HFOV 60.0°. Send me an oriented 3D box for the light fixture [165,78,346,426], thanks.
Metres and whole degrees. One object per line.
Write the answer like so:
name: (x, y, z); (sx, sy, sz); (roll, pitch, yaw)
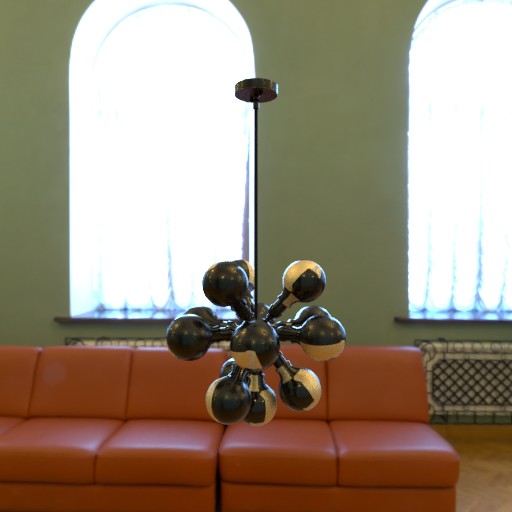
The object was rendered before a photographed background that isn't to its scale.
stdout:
light fixture: (0.000, 0.000, 1.125); (0.420, 0.859, 0.468); (0, 0, 1)
